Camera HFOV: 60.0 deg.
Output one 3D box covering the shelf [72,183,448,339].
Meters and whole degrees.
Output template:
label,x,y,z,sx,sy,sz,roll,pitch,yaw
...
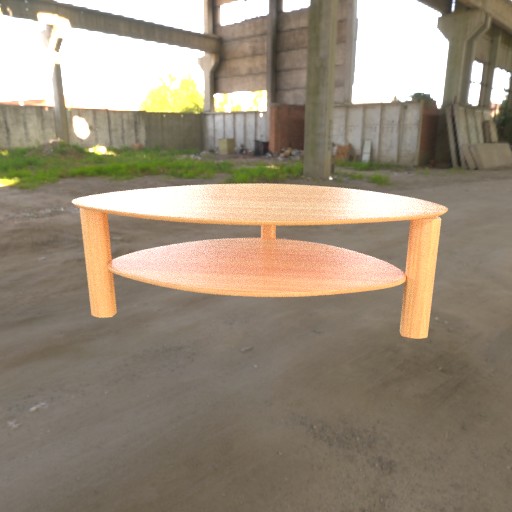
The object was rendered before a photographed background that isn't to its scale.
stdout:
label,x,y,z,sx,sy,sz,roll,pitch,yaw
shelf,0.000,0.000,1.653,1.246,0.440,0.845,2,16,8
